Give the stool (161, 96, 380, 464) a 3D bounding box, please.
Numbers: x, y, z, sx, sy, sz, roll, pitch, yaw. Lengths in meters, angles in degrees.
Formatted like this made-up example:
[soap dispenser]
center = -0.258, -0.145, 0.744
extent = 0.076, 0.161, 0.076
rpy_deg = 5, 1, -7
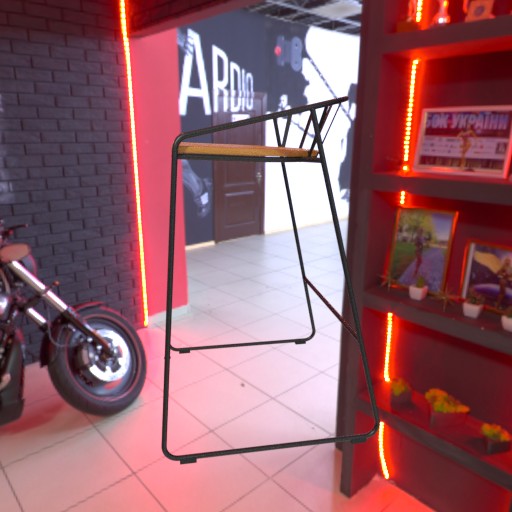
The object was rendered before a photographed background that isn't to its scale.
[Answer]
[stool]
center = 0.000, 0.000, 1.191
extent = 0.521, 0.812, 0.546
rpy_deg = -3, 16, -9
